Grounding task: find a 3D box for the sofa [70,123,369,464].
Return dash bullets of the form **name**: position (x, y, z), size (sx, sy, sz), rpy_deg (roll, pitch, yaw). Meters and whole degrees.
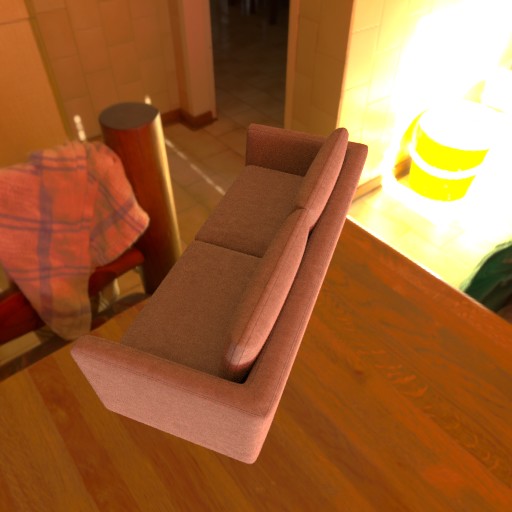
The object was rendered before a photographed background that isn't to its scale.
- **sofa**: position (0.000, 0.000, 2.609), size (0.889, 0.864, 2.121), rpy_deg (15, 46, 15)
